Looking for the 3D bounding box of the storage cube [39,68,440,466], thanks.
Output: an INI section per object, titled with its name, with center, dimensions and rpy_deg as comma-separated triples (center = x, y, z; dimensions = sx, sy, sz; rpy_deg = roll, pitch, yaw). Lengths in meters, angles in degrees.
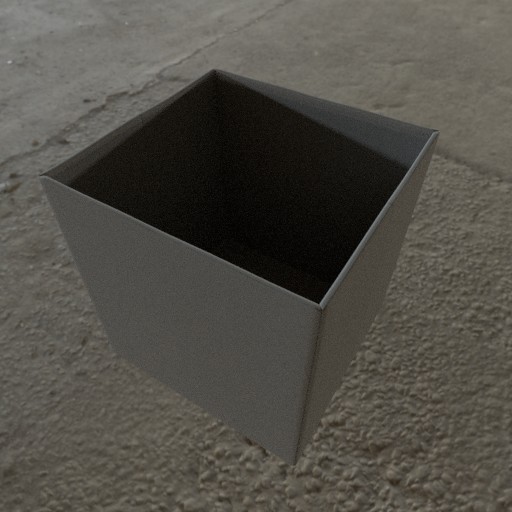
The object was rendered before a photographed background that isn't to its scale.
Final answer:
[storage cube]
center = 0.000, 0.000, 0.499
dimensions = 0.270, 0.280, 0.270
rpy_deg = 24, 51, 22
